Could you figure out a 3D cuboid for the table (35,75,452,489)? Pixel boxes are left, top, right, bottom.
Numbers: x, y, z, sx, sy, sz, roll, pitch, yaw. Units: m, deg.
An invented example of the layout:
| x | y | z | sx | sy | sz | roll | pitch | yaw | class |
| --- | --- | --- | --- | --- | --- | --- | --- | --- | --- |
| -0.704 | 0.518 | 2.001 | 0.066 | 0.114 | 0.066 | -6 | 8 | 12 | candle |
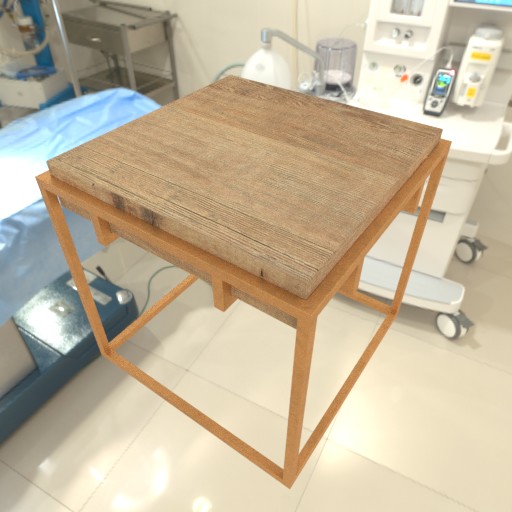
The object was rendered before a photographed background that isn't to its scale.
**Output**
| x | y | z | sx | sy | sz | roll | pitch | yaw | class |
| --- | --- | --- | --- | --- | --- | --- | --- | --- | --- |
| 0.000 | 0.000 | 1.061 | 0.599 | 0.584 | 0.599 | 25 | 47 | 26 | table |
